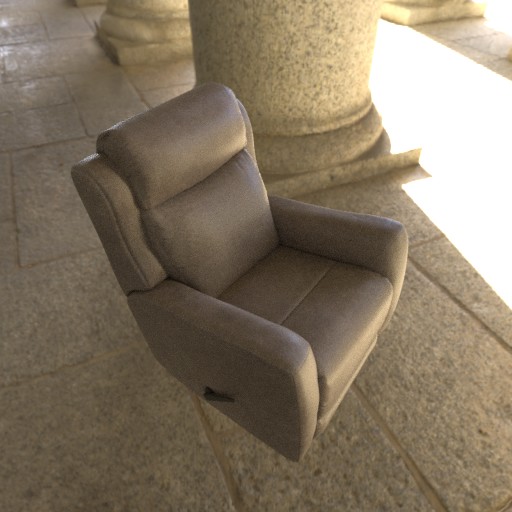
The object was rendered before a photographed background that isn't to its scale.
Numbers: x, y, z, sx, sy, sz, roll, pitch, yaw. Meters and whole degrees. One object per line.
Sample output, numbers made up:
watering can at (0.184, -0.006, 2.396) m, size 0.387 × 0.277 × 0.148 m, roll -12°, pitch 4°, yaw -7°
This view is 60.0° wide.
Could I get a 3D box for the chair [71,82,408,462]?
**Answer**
chair at (0.000, 0.000, 1.878) m, size 1.068 × 1.116 × 0.967 m, roll 25°, pitch 47°, yaw 26°
